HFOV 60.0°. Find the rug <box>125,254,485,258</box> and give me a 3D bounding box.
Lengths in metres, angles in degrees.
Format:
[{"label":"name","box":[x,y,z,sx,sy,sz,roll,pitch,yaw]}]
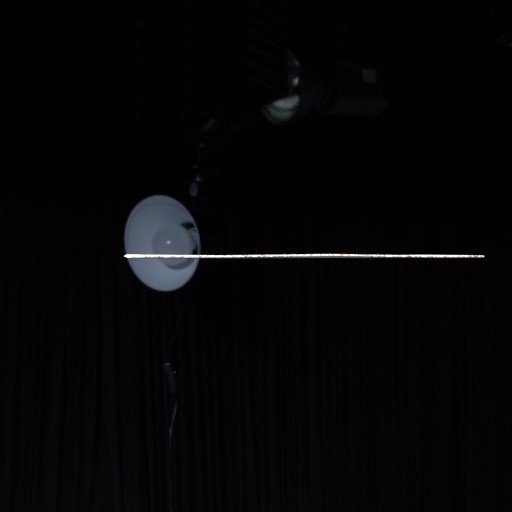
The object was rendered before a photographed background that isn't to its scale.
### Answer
[{"label":"rug","box":[0.000,0.000,4.294,2.436,0.024,3.226,0,0,-17]}]
